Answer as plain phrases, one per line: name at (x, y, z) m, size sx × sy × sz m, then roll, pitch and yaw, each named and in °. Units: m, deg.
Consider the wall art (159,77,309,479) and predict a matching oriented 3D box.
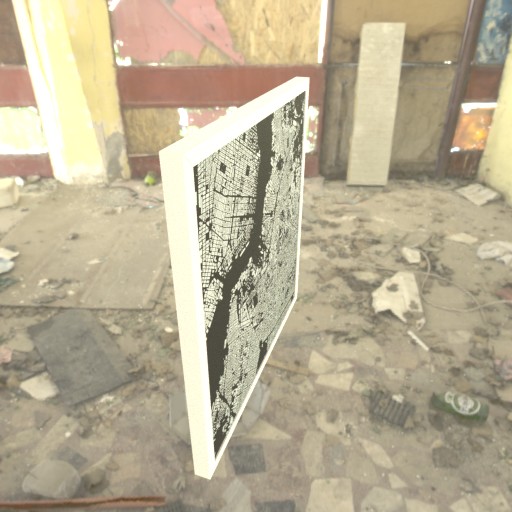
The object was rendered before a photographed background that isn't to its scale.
wall art at (0.000, 0.000, 1.142) m, size 0.050 × 0.762 × 0.761 m, roll 10°, pitch 32°, yaw 17°
